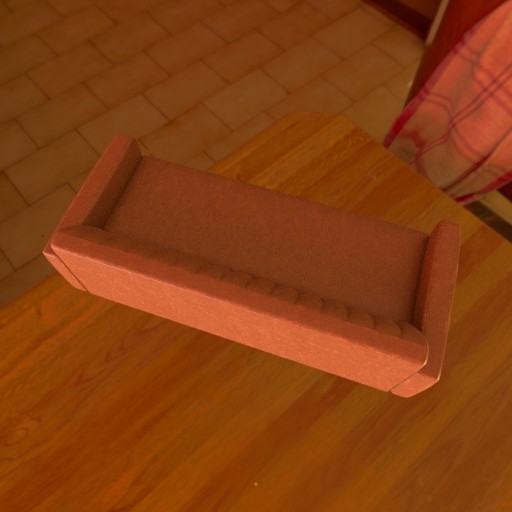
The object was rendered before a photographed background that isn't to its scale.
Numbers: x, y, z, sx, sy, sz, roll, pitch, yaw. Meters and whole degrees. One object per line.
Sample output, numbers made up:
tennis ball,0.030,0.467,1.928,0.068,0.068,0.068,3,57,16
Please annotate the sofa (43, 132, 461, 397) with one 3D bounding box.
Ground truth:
sofa,0.000,0.000,2.756,2.291,0.821,0.990,17,64,8
